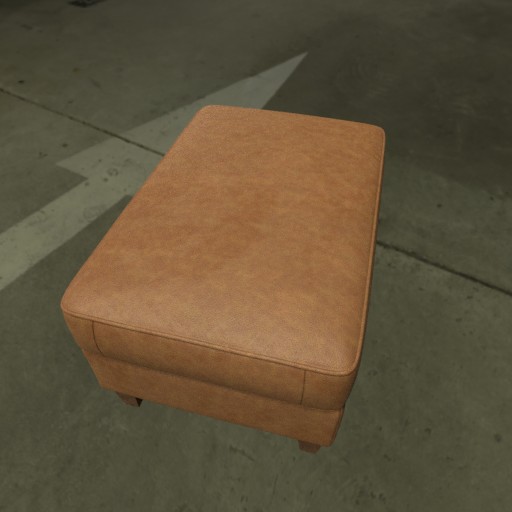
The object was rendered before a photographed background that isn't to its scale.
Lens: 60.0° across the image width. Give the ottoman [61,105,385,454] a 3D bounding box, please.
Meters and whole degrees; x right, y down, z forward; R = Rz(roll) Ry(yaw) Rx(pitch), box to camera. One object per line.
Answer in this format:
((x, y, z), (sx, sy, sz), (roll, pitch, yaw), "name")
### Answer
((0.000, 0.000, 1.185), (0.584, 0.483, 0.864), (11, 46, 10), "ottoman")
